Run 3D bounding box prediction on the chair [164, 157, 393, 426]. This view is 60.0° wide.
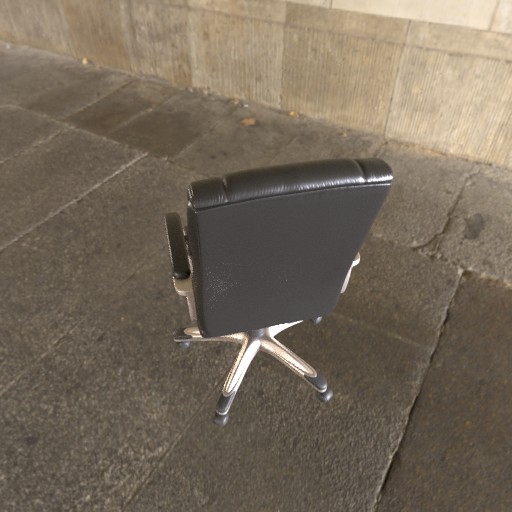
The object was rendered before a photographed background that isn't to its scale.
[{"bbox_3d":[0.000,0.000,1.601,0.700,1.145,0.780,-9,44,-10],"label":"chair"}]
